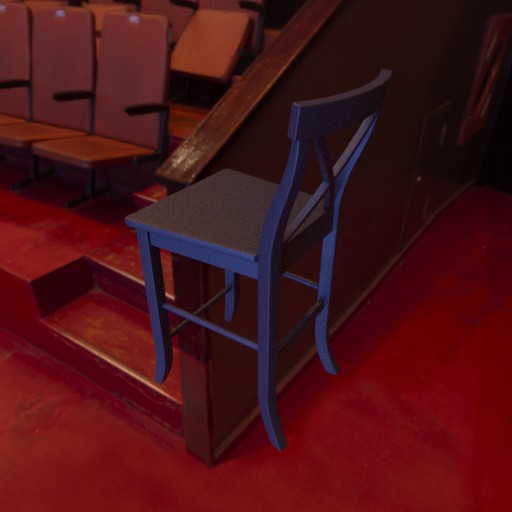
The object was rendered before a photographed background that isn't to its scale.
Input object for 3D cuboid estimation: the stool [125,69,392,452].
[{"bbox_3d":[0.000,0.000,1.278,0.559,0.989,0.452,20,37,29],"label":"stool"}]
